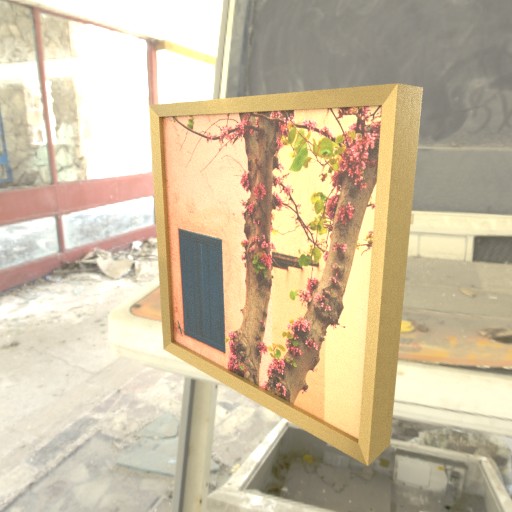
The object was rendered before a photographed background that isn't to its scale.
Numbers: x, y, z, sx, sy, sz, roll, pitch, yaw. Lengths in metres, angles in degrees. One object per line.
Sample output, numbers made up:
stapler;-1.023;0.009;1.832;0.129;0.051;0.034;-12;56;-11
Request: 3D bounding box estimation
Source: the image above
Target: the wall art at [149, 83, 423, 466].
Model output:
wall art;0.000;0.000;0.453;0.304;0.305;0.038;14;21;43
